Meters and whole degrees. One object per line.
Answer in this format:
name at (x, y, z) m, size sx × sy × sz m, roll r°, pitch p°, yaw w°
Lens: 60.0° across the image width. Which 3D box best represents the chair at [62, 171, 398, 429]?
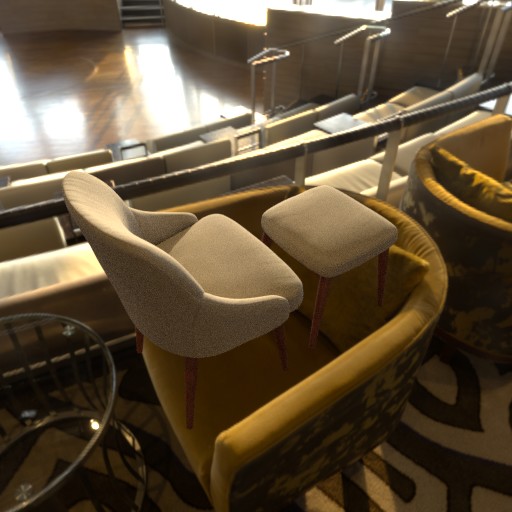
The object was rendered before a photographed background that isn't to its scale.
chair at (0.000, 0.000, 1.594) m, size 1.114 × 0.866 × 0.584 m, roll -25°, pitch 46°, yaw -27°
